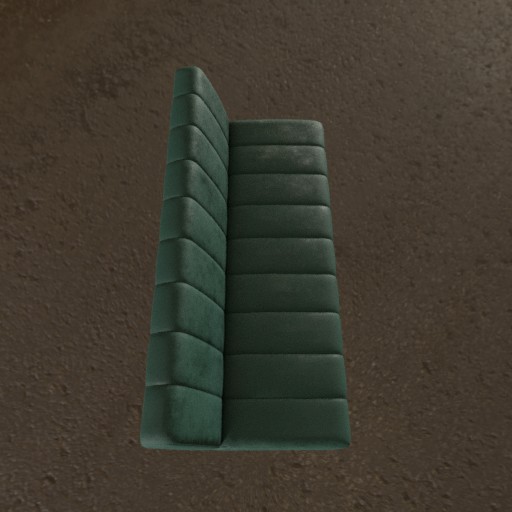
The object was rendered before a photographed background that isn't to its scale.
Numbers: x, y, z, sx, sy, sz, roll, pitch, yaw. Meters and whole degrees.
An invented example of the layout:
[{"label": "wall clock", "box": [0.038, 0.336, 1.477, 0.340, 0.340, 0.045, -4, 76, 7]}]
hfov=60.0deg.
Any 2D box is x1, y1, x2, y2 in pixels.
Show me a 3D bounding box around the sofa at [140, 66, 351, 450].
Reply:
[{"label": "sofa", "box": [0.000, 0.000, 2.261, 0.830, 0.820, 1.810, 0, 65, 0]}]
